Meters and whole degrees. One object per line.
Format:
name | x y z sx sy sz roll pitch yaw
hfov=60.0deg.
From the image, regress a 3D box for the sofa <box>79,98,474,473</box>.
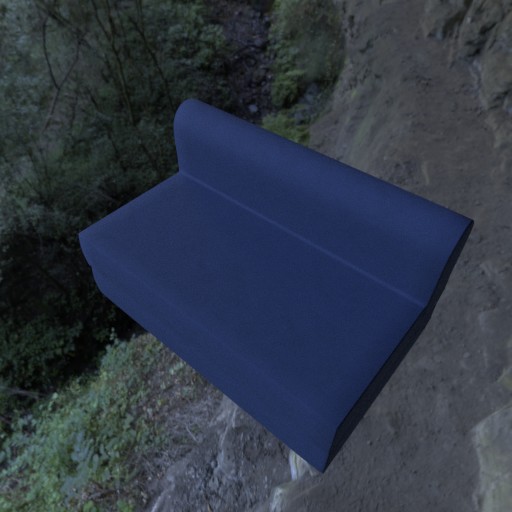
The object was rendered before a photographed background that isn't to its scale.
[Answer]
sofa | 0.000 0.000 1.673 1.219 0.660 0.762 31 54 27
